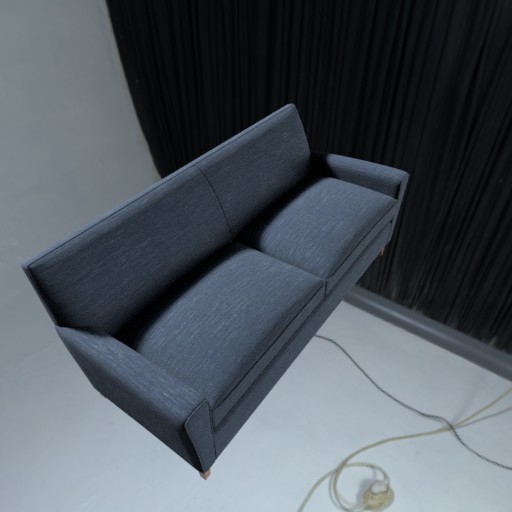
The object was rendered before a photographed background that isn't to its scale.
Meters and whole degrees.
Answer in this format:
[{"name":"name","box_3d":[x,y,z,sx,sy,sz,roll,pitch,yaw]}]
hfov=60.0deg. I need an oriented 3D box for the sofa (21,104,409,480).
[{"name":"sofa","box_3d":[0.000,0.000,2.362,0.875,0.846,1.976,26,47,26]}]
